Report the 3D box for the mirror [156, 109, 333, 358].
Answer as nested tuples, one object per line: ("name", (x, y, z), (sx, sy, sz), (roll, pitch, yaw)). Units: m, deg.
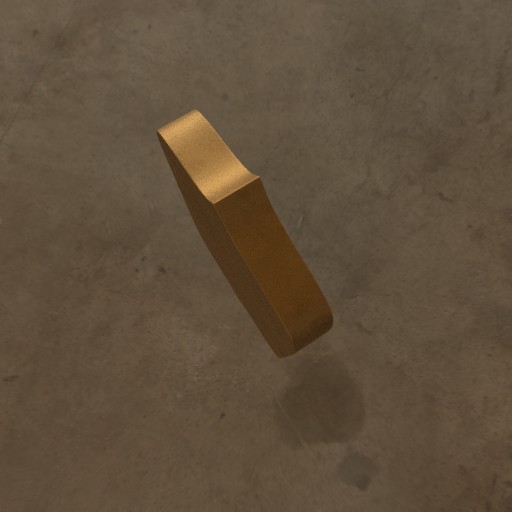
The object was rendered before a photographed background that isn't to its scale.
("mirror", (0.000, 0.000, 0.722), (0.096, 0.613, 0.323), (-32, 78, -7))
